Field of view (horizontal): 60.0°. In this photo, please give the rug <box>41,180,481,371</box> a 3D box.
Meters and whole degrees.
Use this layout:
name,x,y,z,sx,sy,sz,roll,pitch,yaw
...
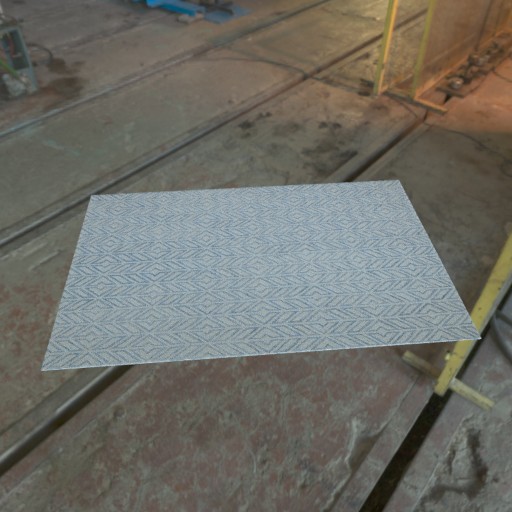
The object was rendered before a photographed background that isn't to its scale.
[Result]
name,x,y,z,sx,sy,sz,roll,pitch,yaw
rug,0.000,0.000,2.980,2.441,0.008,1.526,-3,46,-3
